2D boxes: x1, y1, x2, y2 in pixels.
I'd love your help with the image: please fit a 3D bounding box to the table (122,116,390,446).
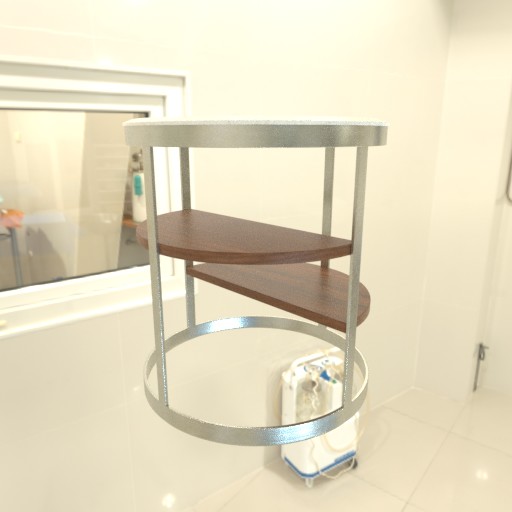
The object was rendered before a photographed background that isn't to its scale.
[{"bbox_3d":[0.000,0.000,0.761,0.407,0.447,0.407,0,15,0],"label":"table"}]
